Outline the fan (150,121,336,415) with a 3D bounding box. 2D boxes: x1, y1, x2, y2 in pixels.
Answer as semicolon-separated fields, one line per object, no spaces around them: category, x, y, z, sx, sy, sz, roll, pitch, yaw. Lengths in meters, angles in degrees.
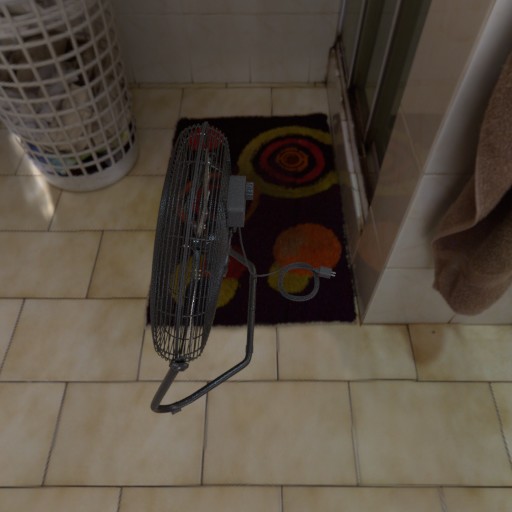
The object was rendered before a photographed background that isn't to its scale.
fan;0.000;0.000;0.928;0.424;0.546;0.555;2;56;1
